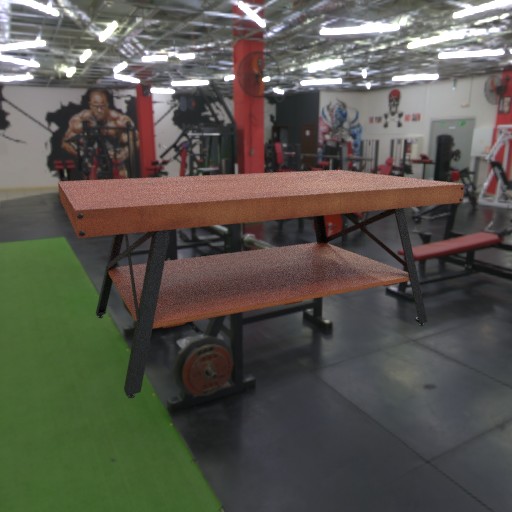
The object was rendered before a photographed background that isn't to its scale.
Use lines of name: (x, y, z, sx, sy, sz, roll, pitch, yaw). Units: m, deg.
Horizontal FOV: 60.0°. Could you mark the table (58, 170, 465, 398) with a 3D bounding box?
table: (0.000, 0.000, 1.396, 1.067, 0.457, 0.610, -7, 17, -25)
